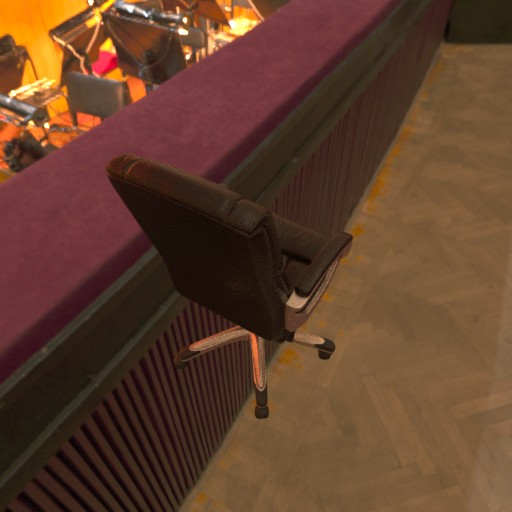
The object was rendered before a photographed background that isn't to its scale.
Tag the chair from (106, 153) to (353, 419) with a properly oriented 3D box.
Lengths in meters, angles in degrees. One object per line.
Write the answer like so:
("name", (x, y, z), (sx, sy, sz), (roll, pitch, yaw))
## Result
("chair", (0.000, 0.000, 1.689), (0.700, 1.145, 0.780), (24, 51, 22))
